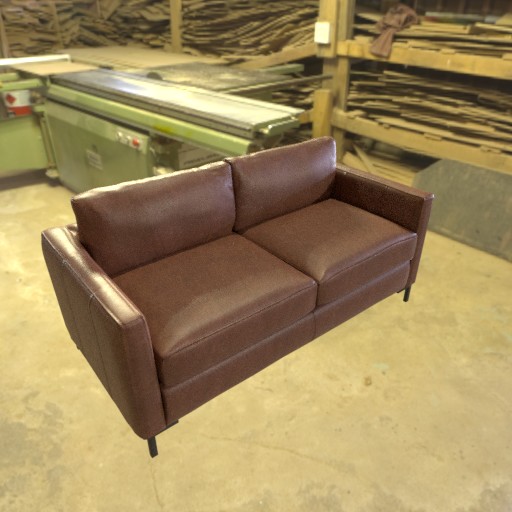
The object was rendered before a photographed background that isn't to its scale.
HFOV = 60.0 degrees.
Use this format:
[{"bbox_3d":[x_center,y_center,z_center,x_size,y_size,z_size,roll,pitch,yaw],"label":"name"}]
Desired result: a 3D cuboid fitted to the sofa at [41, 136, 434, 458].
[{"bbox_3d":[0.000,0.000,2.251,1.797,0.883,0.899,-22,37,-33],"label":"sofa"}]
